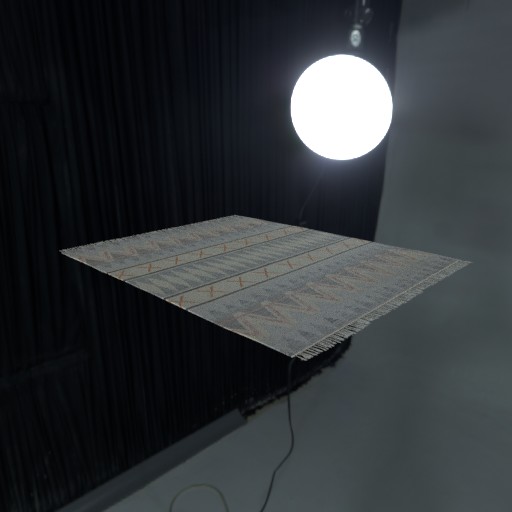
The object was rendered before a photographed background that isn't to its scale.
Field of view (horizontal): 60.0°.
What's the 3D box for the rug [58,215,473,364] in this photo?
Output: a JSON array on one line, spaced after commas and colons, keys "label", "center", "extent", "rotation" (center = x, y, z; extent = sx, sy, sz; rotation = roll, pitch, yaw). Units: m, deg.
[{"label": "rug", "center": [0.000, 0.000, 4.022], "extent": [3.000, 0.012, 2.371], "rotation": [15, 23, 42]}]
